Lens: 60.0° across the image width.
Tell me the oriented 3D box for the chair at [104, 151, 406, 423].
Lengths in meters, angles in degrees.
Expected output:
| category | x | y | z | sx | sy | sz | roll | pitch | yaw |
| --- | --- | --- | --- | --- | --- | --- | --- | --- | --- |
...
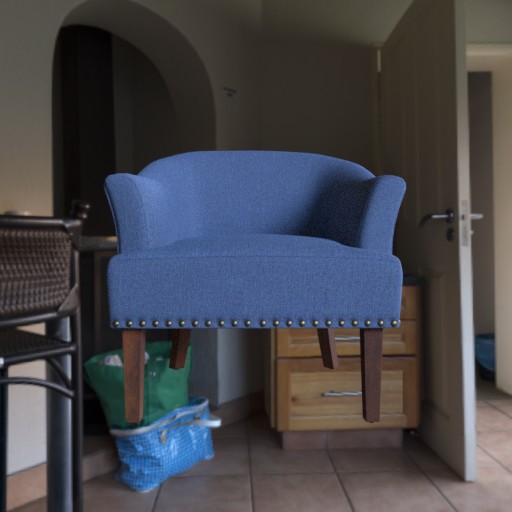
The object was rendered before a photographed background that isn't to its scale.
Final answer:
| category | x | y | z | sx | sy | sz | roll | pitch | yaw |
| --- | --- | --- | --- | --- | --- | --- | --- | --- | --- |
| chair | 0.000 | 0.000 | 1.383 | 0.798 | 0.815 | 0.704 | 0 | 0 | -1 |
